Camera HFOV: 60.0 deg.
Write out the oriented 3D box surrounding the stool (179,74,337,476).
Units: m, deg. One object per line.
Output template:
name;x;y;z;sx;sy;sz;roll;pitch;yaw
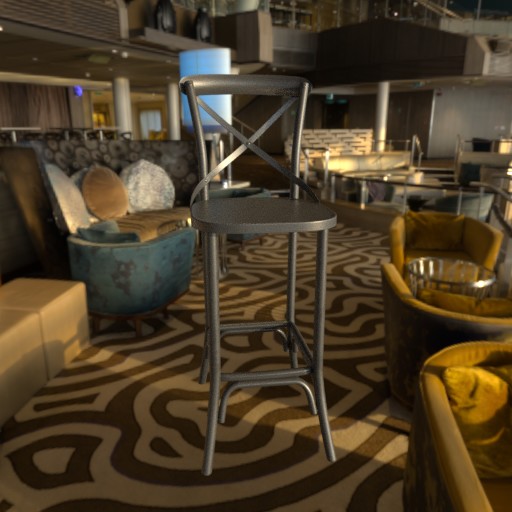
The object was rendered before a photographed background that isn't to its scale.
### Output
stool;0.000;0.000;1.451;0.457;1.168;0.584;-2;16;-8
